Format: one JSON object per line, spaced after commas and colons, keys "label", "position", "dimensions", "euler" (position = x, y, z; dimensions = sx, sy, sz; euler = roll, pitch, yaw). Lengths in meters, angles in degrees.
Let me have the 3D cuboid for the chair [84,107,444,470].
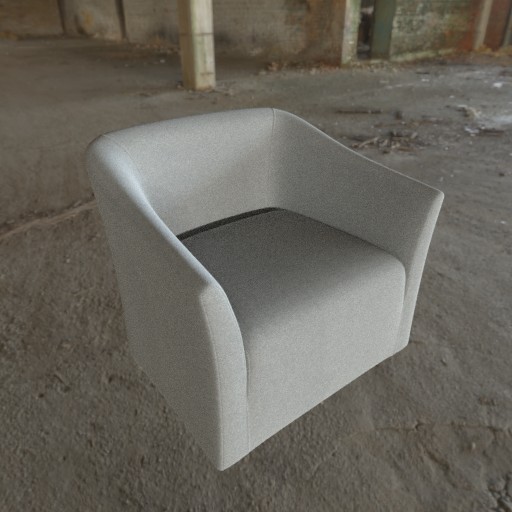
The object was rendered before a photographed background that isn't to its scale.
{"label": "chair", "position": [0.000, 0.000, 1.336], "dimensions": [0.790, 0.720, 0.700], "euler": [-21, 36, -33]}
